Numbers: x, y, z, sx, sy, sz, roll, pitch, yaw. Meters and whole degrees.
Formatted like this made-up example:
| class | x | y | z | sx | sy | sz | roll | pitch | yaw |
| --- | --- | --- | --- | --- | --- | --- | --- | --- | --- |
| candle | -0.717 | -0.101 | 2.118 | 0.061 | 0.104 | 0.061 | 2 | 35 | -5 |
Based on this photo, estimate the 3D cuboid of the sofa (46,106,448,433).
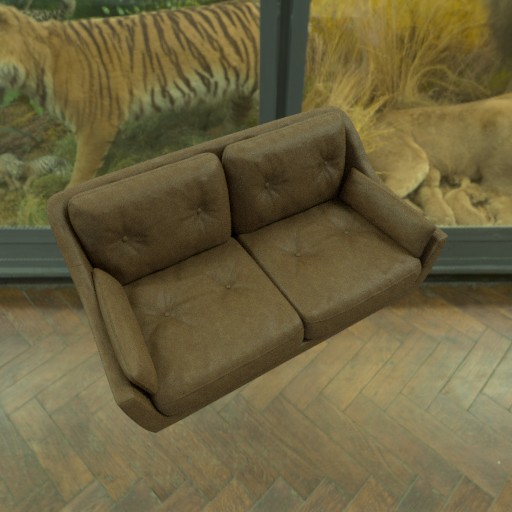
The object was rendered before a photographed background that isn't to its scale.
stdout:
| class | x | y | z | sx | sy | sz | roll | pitch | yaw |
| --- | --- | --- | --- | --- | --- | --- | --- | --- | --- |
| sofa | 0.000 | 0.000 | 2.254 | 1.731 | 0.886 | 0.981 | -24 | 51 | -21 |
